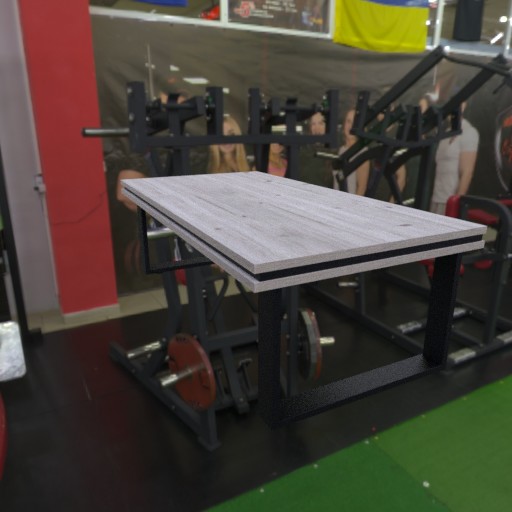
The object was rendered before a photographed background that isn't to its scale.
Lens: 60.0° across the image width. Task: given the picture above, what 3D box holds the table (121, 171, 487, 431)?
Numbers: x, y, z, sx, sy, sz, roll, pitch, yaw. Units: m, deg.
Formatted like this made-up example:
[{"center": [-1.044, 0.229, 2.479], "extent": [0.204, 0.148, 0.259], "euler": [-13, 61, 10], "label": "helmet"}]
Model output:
[{"center": [0.000, 0.000, 1.675], "extent": [0.700, 0.450, 1.350], "euler": [-9, 20, -26], "label": "table"}]
